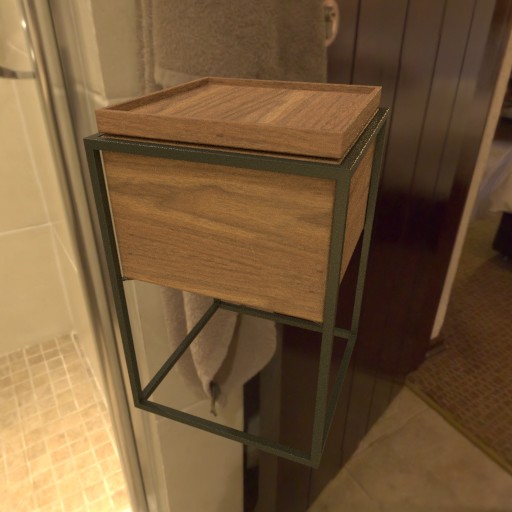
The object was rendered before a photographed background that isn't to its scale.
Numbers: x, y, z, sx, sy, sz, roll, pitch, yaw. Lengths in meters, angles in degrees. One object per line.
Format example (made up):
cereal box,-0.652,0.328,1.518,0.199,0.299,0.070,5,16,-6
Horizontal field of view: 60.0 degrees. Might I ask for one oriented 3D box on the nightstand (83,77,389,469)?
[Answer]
nightstand,0.000,0.000,0.884,0.397,0.607,0.397,11,31,18
